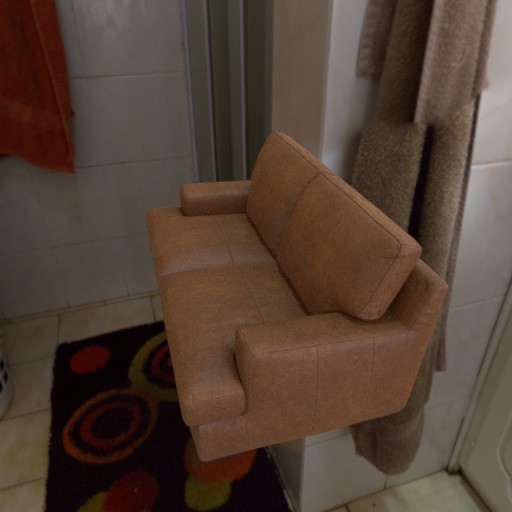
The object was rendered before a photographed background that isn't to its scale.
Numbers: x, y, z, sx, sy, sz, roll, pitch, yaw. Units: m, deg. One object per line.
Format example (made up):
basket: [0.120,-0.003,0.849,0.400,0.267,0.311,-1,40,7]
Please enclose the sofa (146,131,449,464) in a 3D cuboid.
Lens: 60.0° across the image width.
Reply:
sofa: [0.000,0.000,2.557,1.144,0.966,1.880,-9,33,-14]
